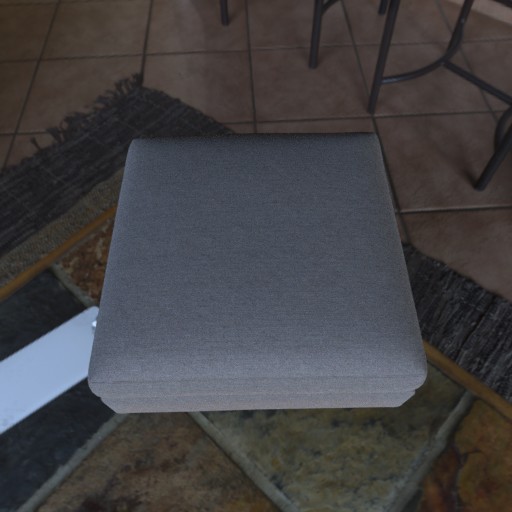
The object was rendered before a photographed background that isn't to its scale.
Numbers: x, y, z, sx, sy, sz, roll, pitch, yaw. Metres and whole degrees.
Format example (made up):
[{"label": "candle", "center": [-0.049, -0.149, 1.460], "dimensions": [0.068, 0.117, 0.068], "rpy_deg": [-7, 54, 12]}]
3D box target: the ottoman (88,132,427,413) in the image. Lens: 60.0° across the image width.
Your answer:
[{"label": "ottoman", "center": [0.000, 0.000, 1.657], "dimensions": [1.041, 0.470, 1.041], "rpy_deg": [-1, 59, -1]}]
